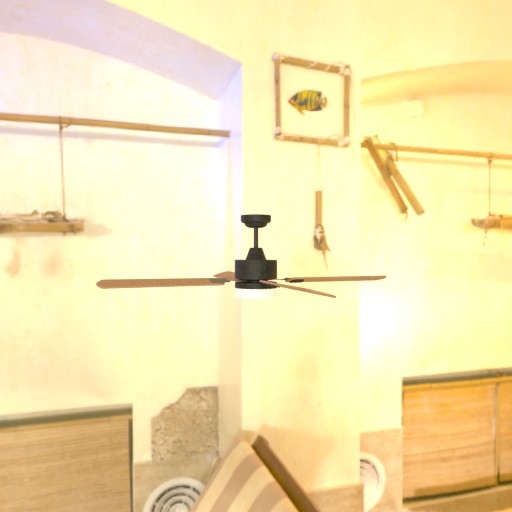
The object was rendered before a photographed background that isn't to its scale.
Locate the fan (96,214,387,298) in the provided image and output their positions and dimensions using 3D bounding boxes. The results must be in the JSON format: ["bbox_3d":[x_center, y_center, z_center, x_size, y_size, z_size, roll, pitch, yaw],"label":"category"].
[{"bbox_3d":[0.000,0.000,1.944,1.320,0.355,1.320,0,1,-19],"label":"fan"}]
